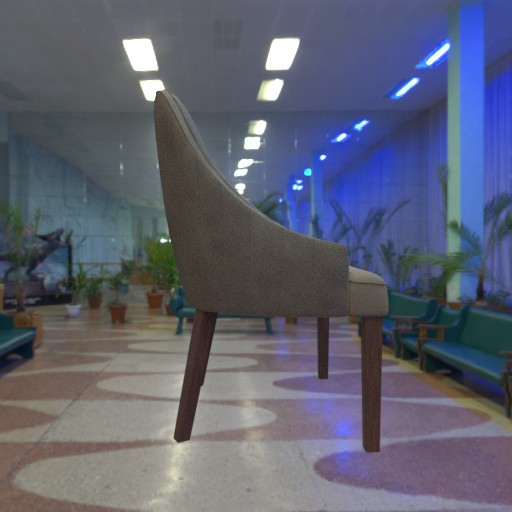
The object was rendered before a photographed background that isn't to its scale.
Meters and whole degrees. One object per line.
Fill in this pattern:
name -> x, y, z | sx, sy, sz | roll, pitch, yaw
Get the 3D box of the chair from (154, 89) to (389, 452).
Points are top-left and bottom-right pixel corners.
chair -> 0.000, 0.000, 1.294 | 0.575, 0.889, 0.643 | 0, 1, -3
